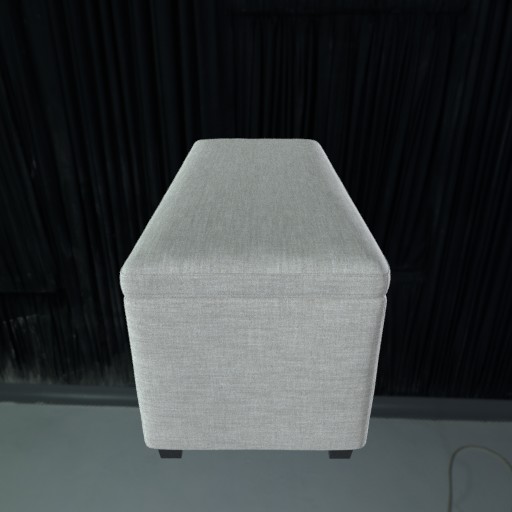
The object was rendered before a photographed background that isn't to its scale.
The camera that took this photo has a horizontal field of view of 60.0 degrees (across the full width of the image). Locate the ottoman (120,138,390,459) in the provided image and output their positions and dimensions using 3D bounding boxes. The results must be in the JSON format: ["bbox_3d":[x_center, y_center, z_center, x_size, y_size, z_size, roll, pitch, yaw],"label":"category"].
[{"bbox_3d":[0.000,0.000,1.112,0.419,0.432,0.902,0,26,0],"label":"ottoman"}]
